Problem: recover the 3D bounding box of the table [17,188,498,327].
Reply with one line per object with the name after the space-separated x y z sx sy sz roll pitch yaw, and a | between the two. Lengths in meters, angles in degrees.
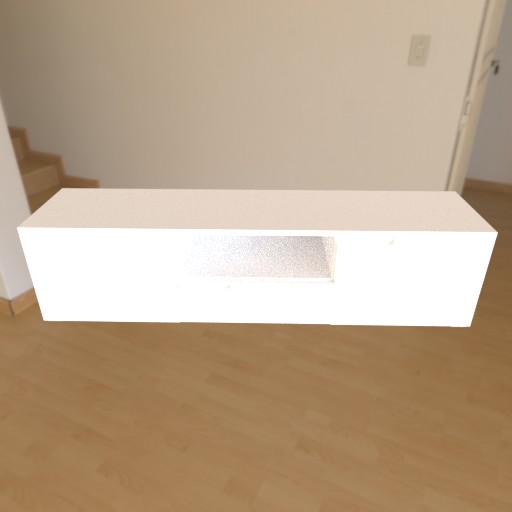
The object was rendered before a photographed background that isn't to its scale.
0.000 0.000 1.792 1.650 0.420 0.390 1 29 1 | table
